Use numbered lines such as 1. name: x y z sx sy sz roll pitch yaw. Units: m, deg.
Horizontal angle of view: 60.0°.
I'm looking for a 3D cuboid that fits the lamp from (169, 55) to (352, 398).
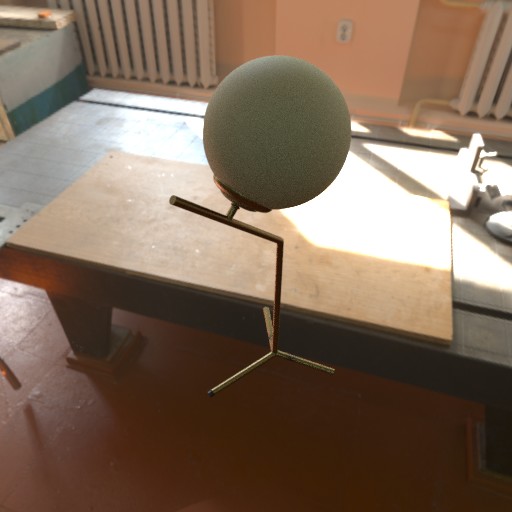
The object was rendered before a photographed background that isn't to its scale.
1. lamp: 0.000 0.000 0.665 0.251 0.552 0.210 -26 47 -28
